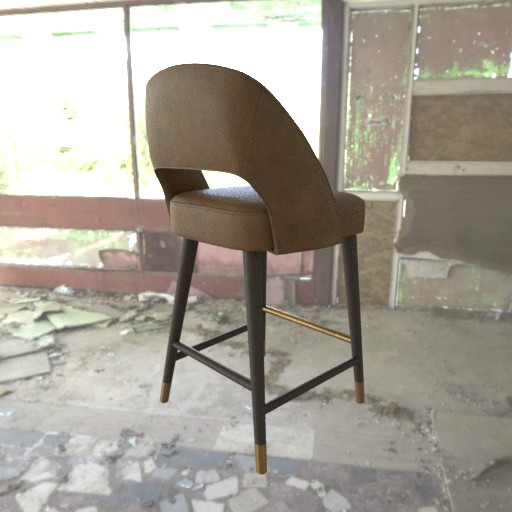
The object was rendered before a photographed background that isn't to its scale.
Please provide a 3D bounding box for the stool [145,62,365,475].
[{"bbox_3d":[0.000,0.000,1.239,0.509,0.940,0.494,-14,19,-43],"label":"stool"}]
